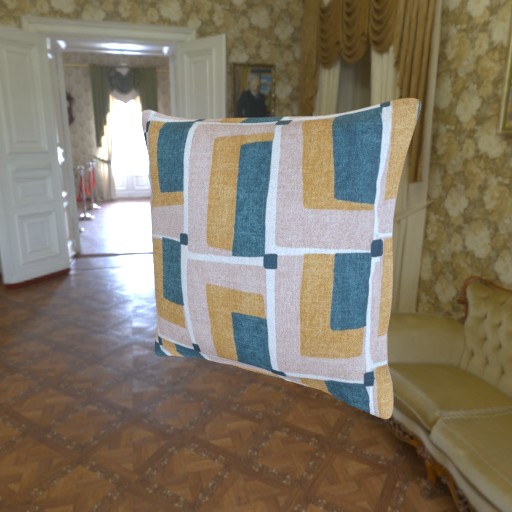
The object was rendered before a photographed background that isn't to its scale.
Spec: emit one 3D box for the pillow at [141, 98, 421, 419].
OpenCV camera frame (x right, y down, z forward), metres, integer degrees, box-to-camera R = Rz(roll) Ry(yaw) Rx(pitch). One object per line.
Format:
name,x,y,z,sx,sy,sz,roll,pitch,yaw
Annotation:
pillow,0.000,0.000,0.735,0.478,0.479,0.158,8,16,28
